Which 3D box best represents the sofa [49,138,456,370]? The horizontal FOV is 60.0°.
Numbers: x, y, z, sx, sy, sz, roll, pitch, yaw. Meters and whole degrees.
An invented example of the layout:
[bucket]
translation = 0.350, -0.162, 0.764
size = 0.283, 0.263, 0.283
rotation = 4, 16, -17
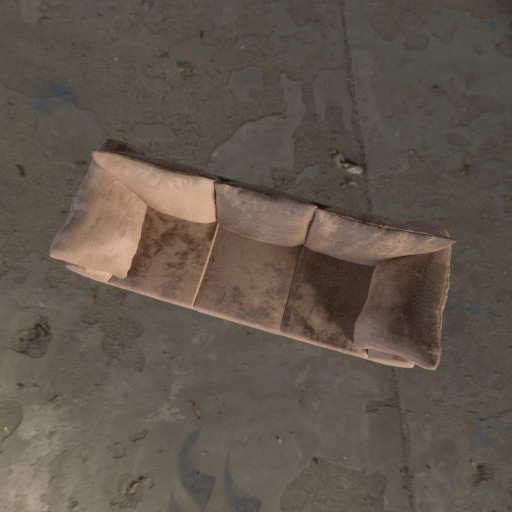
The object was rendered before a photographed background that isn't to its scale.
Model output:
[sofa]
translation = 0.000, 0.000, 2.939
size = 2.377, 0.981, 0.893
rotation = 16, 76, 4
